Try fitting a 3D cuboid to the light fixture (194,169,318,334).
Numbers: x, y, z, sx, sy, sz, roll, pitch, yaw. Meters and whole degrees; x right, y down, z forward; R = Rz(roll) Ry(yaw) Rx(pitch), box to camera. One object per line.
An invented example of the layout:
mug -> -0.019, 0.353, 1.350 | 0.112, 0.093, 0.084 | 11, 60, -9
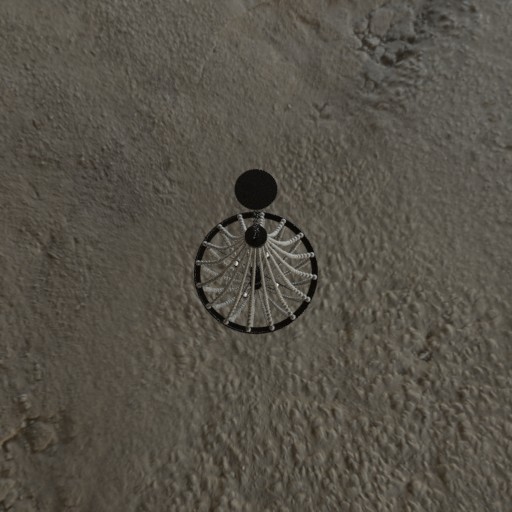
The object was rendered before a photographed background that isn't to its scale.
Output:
light fixture -> 0.000, 0.000, 1.356 | 0.450, 1.133, 0.450 | 0, 78, 0
